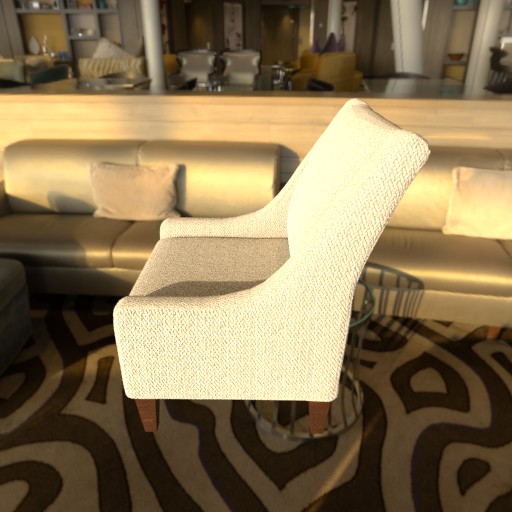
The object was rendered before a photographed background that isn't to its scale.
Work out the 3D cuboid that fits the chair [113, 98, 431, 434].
[{"bbox_3d":[0.000,0.000,1.616,0.870,1.014,0.774,0,26,1],"label":"chair"}]
